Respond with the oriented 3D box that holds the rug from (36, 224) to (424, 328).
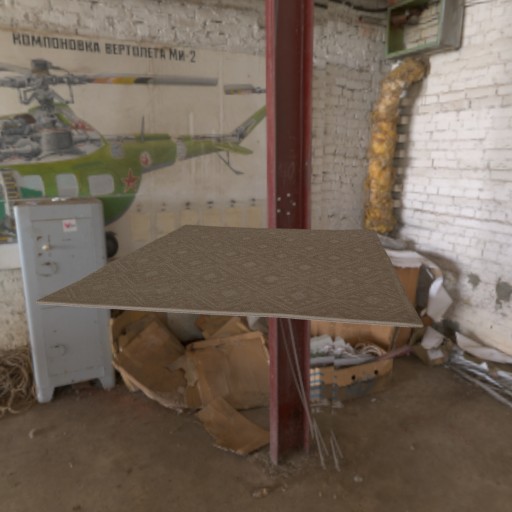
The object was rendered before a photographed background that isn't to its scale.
[{"bbox_3d":[0.000,0.000,4.093,2.399,0.054,3.011,2,14,9],"label":"rug"}]
